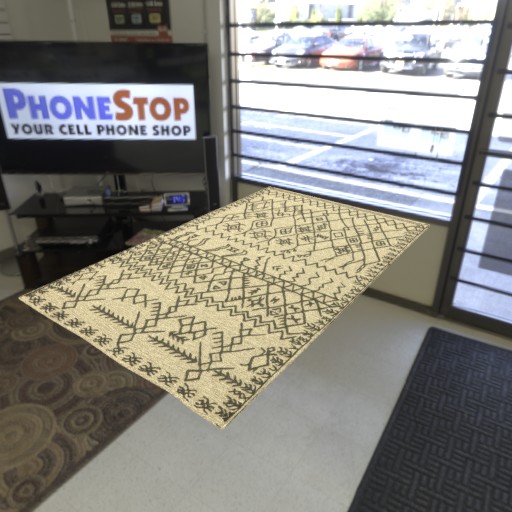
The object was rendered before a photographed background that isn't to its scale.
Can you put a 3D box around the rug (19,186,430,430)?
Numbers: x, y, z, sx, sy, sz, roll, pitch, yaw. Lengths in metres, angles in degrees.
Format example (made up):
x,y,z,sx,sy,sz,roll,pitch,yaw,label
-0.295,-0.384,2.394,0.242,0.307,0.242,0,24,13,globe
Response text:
x,y,z,sx,sy,sz,roll,pitch,yaw,label
0.000,0.000,2.963,1.530,0.012,2.444,19,33,32,rug
